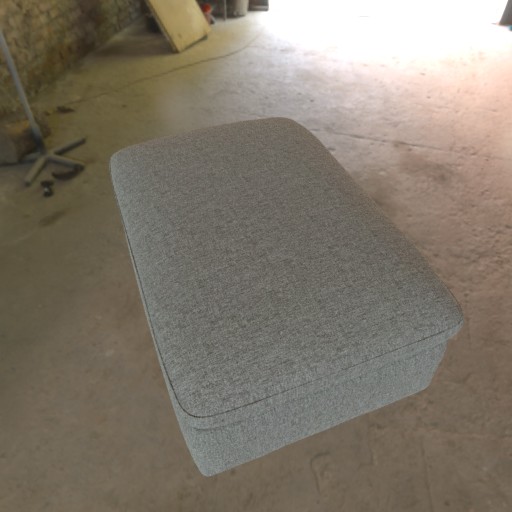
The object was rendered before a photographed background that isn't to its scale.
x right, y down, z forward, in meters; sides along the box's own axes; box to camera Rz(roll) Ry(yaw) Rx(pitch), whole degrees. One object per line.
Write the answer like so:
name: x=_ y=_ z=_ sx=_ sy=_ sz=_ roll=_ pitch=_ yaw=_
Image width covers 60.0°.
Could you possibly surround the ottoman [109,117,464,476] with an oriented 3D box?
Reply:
ottoman: x=0.000 y=0.000 z=1.306 sx=0.694 sy=0.451 sz=0.977 roll=-16 pitch=48 yaw=-15
